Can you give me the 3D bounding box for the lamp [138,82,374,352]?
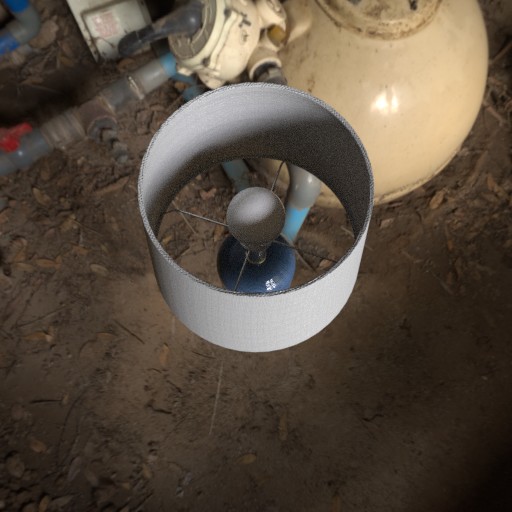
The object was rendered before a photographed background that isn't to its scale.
[{"bbox_3d":[0.000,0.000,0.578,0.253,0.428,0.253,0,73,0],"label":"lamp"}]
